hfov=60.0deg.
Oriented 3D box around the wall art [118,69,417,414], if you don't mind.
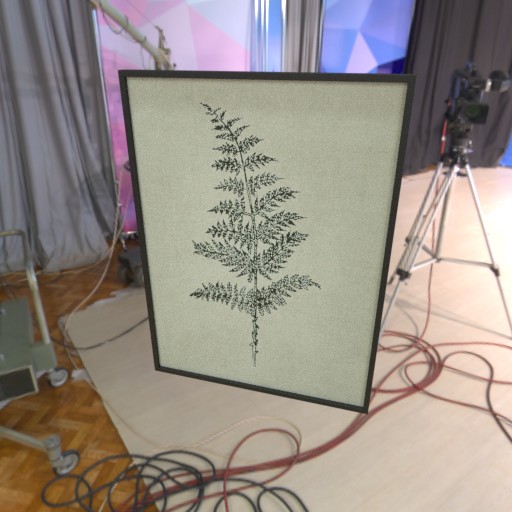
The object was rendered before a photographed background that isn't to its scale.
[{"bbox_3d":[0.000,0.000,1.393,0.802,1.070,0.036,7,26,15],"label":"wall art"}]
